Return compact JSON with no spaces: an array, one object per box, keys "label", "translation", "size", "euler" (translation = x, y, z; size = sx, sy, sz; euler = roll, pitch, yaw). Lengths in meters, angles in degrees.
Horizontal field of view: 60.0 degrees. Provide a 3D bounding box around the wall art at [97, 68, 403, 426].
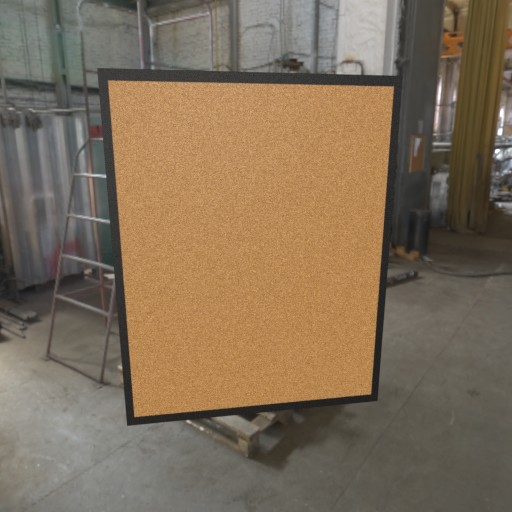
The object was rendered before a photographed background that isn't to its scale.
[{"label":"wall art","translation":[0.000,0.000,0.482],"size":[0.294,0.369,0.030],"euler":[-2,15,-9]}]
